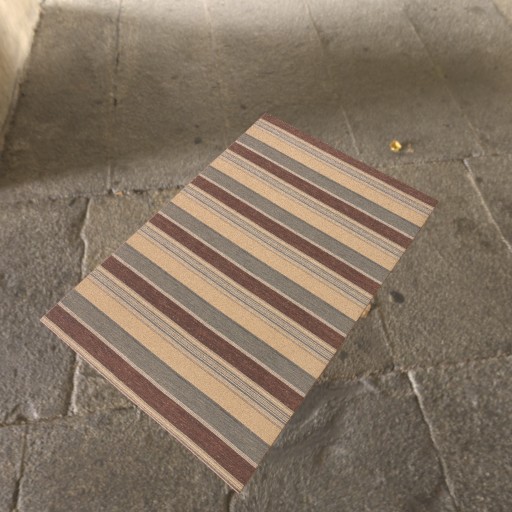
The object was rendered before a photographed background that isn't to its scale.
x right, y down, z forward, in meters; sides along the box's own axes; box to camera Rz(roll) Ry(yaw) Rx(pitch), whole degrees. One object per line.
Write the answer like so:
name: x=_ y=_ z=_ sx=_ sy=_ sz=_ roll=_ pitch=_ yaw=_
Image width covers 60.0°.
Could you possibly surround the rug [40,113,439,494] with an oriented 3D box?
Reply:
rug: x=0.000 y=0.000 z=2.312 sx=1.219 sy=0.008 sz=1.829 roll=33 pitch=64 yaw=19
